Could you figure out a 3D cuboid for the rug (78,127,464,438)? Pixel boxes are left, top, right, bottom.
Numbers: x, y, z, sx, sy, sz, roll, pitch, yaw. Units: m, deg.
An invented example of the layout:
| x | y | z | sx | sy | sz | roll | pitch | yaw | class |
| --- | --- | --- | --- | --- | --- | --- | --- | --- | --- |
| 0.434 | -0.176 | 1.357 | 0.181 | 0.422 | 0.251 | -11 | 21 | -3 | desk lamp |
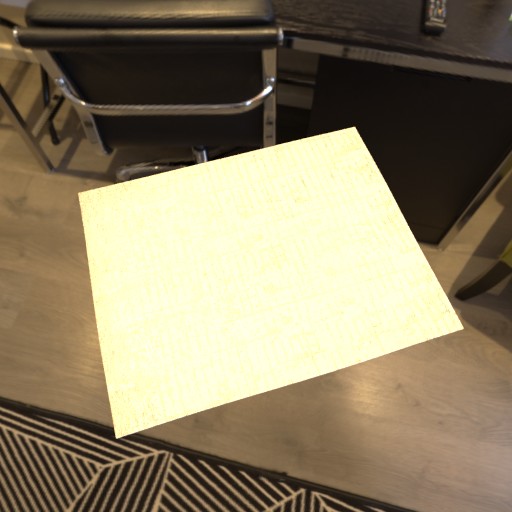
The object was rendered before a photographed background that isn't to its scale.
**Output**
| x | y | z | sx | sy | sz | roll | pitch | yaw | class |
| --- | --- | --- | --- | --- | --- | --- | --- | --- | --- |
| 0.000 | 0.000 | 4.194 | 3.061 | 0.014 | 2.447 | -15 | 64 | -8 | rug |
